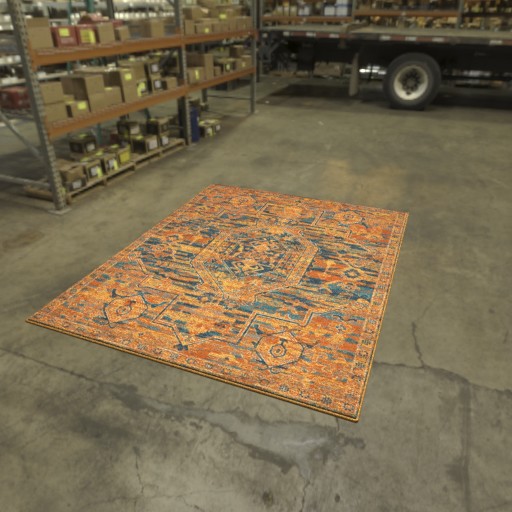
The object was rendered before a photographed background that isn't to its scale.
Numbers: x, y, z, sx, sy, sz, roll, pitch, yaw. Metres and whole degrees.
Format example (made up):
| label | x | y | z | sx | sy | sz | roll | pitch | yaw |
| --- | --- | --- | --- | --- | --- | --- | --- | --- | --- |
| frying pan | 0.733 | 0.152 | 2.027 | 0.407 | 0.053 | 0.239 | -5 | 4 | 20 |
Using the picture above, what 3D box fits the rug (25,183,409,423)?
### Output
| label | x | y | z | sx | sy | sz | roll | pitch | yaw |
| --- | --- | --- | --- | --- | --- | --- | --- | --- | --- |
| rug | 0.000 | 0.000 | 4.075 | 2.435 | 0.031 | 3.040 | 11 | 32 | 19 |
